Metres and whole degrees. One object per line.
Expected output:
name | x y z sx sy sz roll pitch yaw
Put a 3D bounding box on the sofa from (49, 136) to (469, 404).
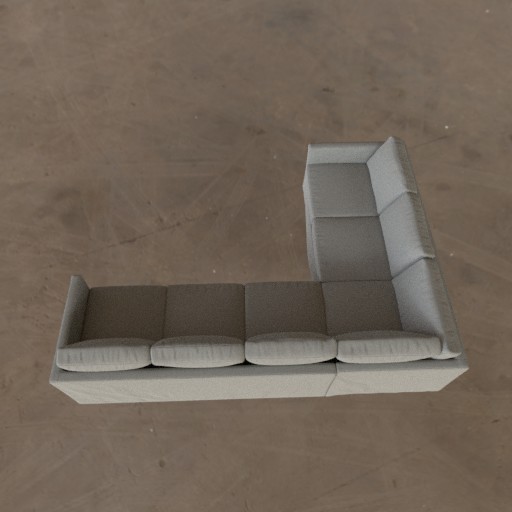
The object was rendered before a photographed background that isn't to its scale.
sofa | 0.000 0.000 4.162 3.182 0.871 2.432 -1 58 -1
